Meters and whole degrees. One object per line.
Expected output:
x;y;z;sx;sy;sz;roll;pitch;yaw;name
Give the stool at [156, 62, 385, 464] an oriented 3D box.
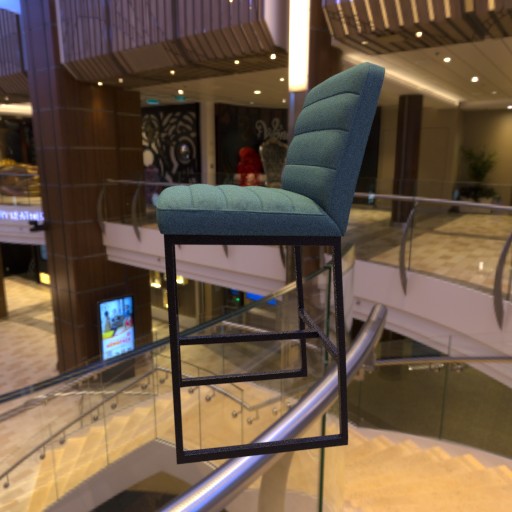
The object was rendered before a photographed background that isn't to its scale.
0.000;0.000;1.337;0.560;1.040;0.460;-2;13;-10;stool
